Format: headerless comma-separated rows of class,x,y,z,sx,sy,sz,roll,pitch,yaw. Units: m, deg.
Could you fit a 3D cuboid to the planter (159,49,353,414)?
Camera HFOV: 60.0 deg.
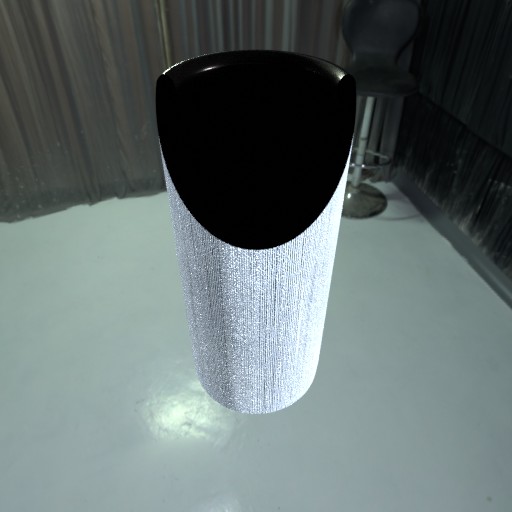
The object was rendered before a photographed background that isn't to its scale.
planter,0.000,0.000,0.131,0.045,0.103,0.045,-13,43,-14
